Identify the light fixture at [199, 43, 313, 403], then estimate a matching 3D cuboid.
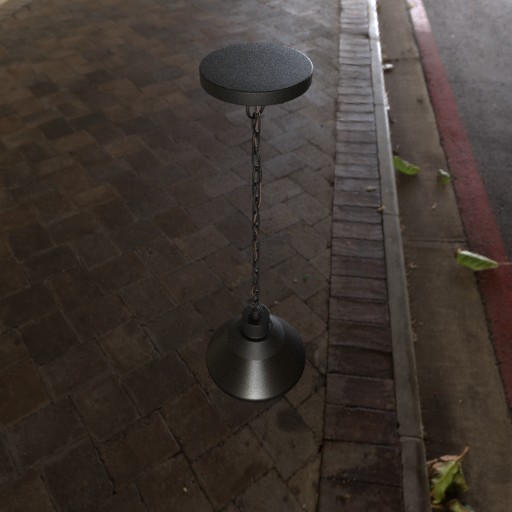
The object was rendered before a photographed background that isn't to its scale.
[{"bbox_3d":[0.000,0.000,0.682,0.201,0.588,0.201,32,55,26],"label":"light fixture"}]
